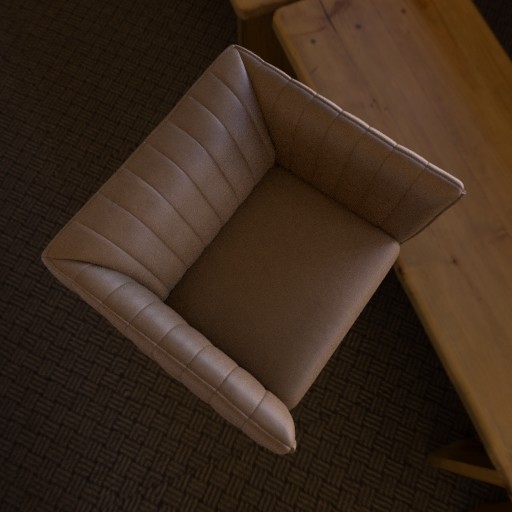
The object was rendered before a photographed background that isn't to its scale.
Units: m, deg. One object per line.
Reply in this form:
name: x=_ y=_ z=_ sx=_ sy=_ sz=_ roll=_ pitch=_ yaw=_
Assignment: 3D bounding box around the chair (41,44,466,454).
chair: x=0.000 y=0.000 z=1.615 sx=0.876 sy=0.779 sz=0.981 roll=36 pitch=77 yaw=9
